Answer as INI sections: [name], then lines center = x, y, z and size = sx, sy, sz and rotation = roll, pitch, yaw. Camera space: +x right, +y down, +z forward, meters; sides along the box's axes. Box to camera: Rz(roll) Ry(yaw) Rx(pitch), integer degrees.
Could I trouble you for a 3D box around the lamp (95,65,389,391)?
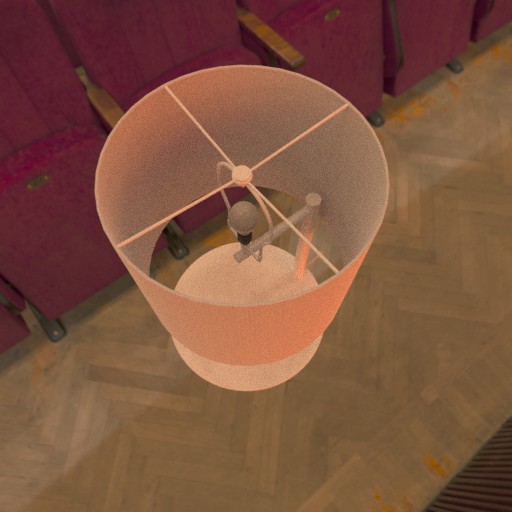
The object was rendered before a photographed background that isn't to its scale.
[lamp]
center = 0.000, 0.000, 0.662
size = 0.341, 0.454, 0.299
rotation = -35, 69, -15
